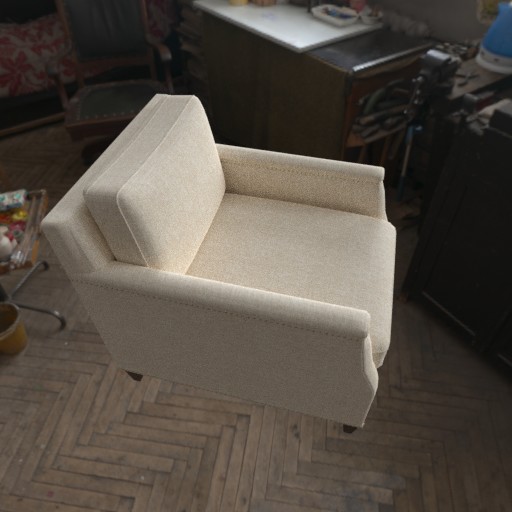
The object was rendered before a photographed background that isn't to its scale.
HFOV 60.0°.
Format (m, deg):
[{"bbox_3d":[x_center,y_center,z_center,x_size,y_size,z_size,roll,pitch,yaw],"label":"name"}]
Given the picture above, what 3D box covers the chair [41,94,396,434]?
[{"bbox_3d":[0.000,0.000,1.719,1.041,0.940,0.838,10,47,10],"label":"chair"}]
